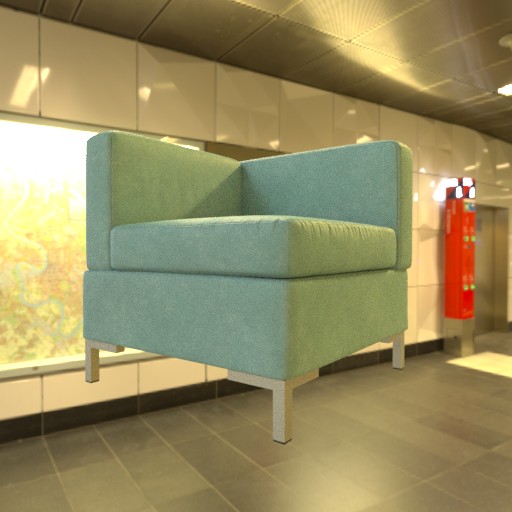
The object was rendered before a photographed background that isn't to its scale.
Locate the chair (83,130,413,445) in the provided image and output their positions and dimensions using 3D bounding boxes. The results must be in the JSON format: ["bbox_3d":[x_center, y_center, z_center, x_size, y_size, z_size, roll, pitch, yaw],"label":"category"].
[{"bbox_3d":[0.000,0.000,1.223,0.680,0.660,0.680,1,1,37],"label":"chair"}]
